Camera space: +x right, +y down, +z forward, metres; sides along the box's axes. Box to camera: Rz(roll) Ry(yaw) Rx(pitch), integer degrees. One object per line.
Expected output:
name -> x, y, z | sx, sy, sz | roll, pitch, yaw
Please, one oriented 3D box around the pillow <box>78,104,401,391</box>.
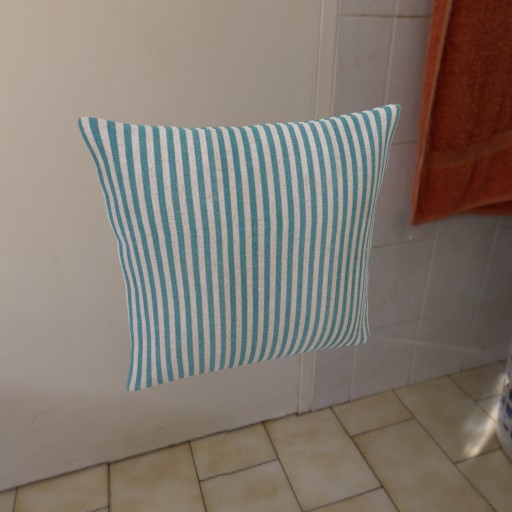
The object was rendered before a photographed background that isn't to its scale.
pillow -> 0.000, 0.000, 0.803 | 0.523, 0.510, 0.166 | -8, 27, -15
